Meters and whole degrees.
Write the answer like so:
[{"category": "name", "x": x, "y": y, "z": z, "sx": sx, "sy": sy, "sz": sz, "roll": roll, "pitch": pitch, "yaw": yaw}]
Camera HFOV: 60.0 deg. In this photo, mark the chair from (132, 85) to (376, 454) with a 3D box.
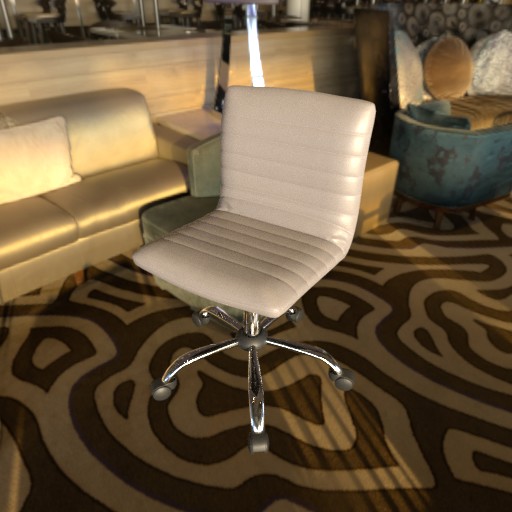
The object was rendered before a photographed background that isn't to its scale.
[{"category": "chair", "x": 0.000, "y": 0.000, "z": 1.129, "sx": 0.569, "sy": 0.750, "sz": 0.542, "roll": 18, "pitch": 35, "yaw": 27}]
